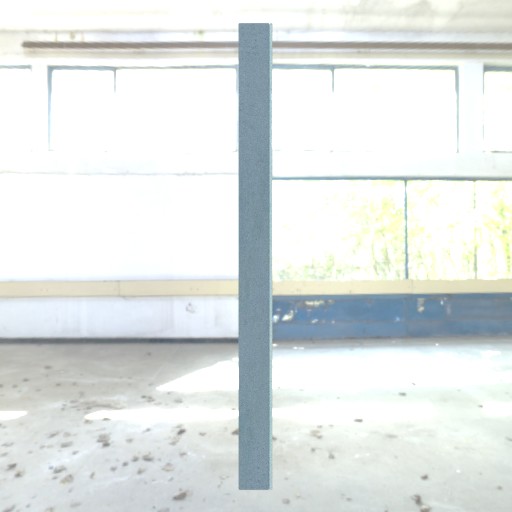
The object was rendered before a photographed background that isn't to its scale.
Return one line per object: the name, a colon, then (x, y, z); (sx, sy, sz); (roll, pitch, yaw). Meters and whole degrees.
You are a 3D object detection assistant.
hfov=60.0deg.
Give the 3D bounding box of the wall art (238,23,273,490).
wall art: (0.000, 0.000, 0.687); (0.037, 0.509, 0.409); (0, 0, 0)
